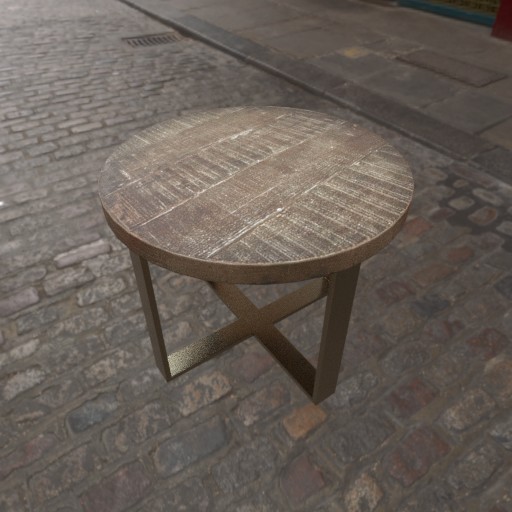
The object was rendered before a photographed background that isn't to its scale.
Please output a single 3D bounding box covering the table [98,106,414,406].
[{"bbox_3d":[0.000,0.000,0.951,0.557,0.437,0.557,0,40,0],"label":"table"}]
